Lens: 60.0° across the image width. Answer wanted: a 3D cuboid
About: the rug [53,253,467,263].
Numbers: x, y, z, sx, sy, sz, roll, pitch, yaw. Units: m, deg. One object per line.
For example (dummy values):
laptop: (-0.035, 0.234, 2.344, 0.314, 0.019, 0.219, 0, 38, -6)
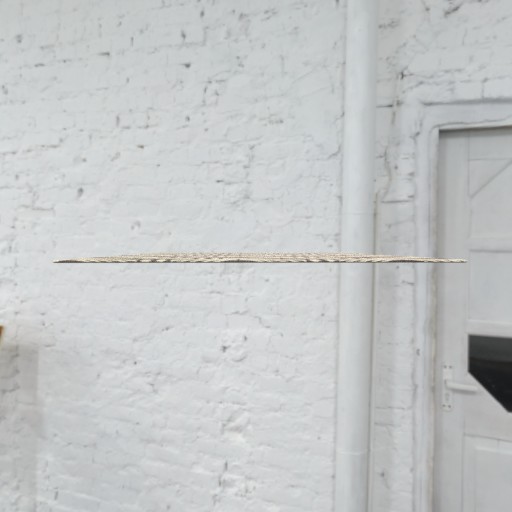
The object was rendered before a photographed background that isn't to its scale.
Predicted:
rug: (0.000, 0.000, 4.101, 2.438, 0.016, 3.048, 0, 1, -1)
